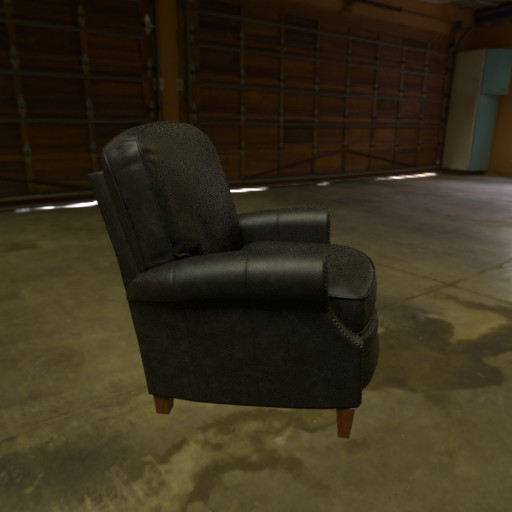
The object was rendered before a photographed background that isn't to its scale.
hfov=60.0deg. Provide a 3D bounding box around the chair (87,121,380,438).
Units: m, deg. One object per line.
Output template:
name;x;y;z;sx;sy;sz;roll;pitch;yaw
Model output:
chair;0.000;0.000;1.745;0.986;1.018;0.936;3;16;9
